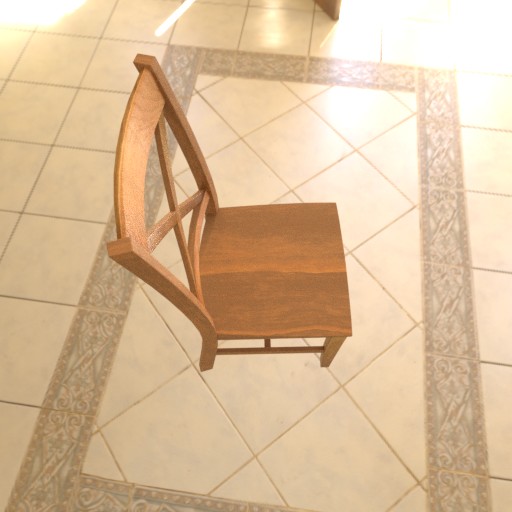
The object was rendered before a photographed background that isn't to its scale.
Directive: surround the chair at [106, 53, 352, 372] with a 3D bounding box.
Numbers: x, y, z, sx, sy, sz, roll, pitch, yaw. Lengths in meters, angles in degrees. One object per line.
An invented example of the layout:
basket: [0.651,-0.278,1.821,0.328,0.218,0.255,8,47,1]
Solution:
chair: [0.000,0.000,1.276,0.542,0.983,0.485,-1,63,-1]
